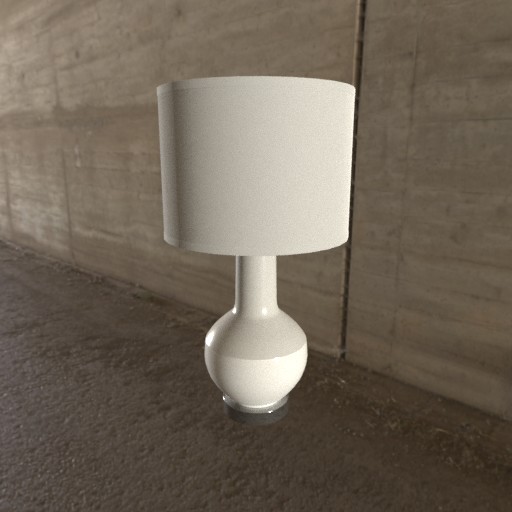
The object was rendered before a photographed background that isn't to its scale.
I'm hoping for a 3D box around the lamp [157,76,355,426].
[{"bbox_3d":[0.000,0.000,0.885,0.357,0.673,0.357,2,14,9],"label":"lamp"}]
